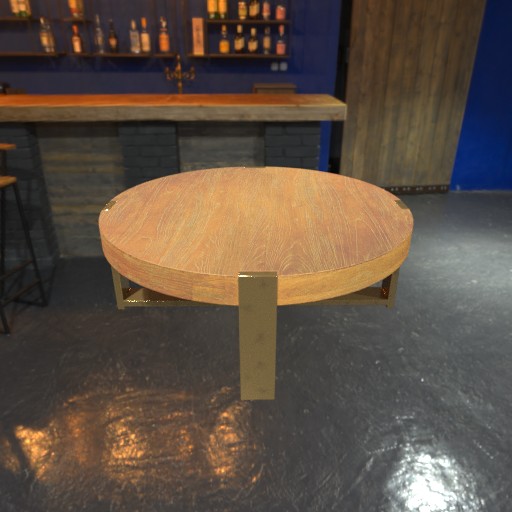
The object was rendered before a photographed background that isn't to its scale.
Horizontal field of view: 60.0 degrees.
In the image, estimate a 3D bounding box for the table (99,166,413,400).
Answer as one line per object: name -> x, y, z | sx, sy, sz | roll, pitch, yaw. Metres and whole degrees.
table -> 0.000, 0.000, 1.724 | 1.100, 0.420, 1.100 | 0, 26, 0
